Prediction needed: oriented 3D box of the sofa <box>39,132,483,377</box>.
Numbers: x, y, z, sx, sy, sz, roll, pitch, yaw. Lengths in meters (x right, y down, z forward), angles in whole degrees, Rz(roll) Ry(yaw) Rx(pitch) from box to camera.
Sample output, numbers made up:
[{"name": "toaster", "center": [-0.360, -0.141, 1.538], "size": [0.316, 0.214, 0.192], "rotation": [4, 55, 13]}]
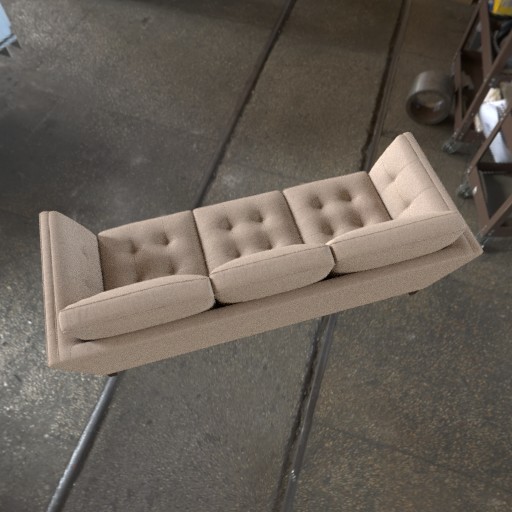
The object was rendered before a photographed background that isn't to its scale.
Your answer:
[{"name": "sofa", "center": [0.000, 0.000, 2.801], "size": [2.388, 0.940, 0.965], "rotation": [-14, 61, -8]}]
